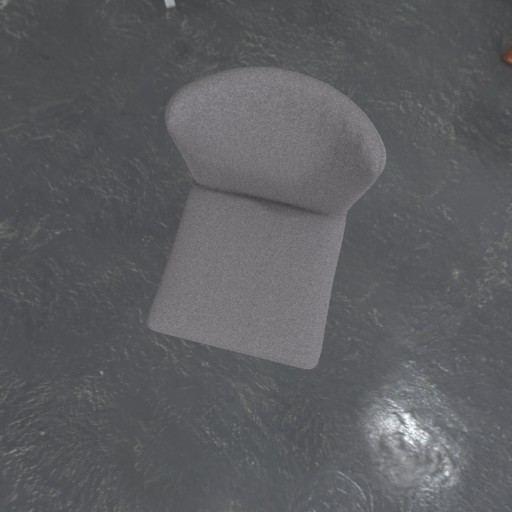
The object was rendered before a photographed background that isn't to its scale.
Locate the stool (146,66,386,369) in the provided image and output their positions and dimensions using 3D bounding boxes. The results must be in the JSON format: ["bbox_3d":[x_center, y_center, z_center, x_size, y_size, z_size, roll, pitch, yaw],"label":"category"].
[{"bbox_3d":[0.000,0.000,1.310,0.481,0.968,0.568,13,75,4],"label":"stool"}]
